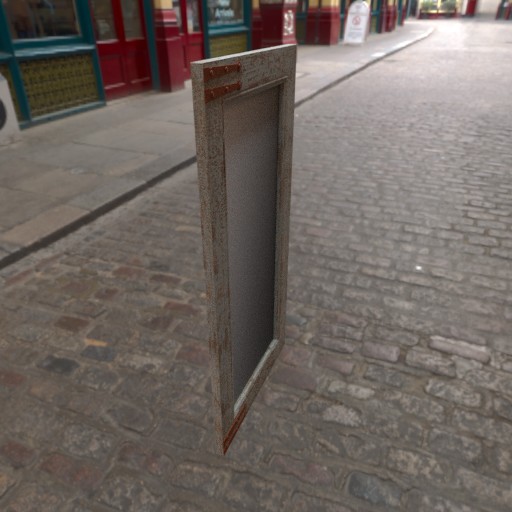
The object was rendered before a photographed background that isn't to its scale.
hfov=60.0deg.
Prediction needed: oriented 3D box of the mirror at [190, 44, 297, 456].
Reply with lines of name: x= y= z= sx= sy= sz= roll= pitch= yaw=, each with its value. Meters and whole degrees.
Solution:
mirror: x=0.000 y=0.000 z=1.098 sx=0.027 sy=0.922 sz=0.472 roll=11 pitch=31 yaw=20
